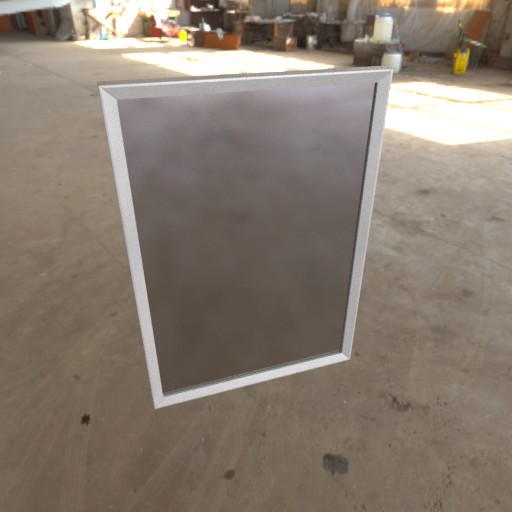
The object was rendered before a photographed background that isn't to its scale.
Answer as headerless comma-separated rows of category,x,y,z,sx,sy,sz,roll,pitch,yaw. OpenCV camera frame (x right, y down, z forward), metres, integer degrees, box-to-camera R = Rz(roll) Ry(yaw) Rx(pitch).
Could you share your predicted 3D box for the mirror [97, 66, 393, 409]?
mirror,0.000,0.000,0.925,0.507,0.710,0.039,-10,33,-16
